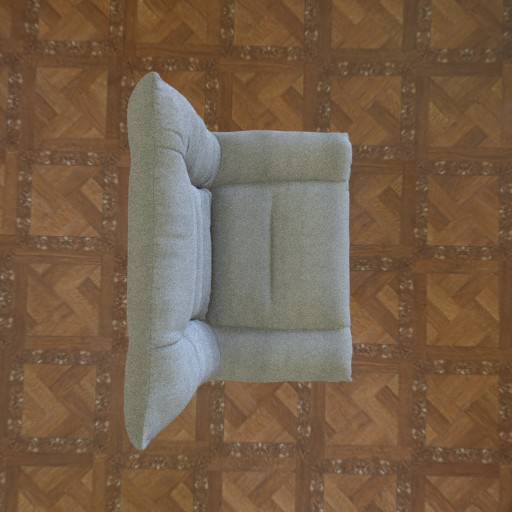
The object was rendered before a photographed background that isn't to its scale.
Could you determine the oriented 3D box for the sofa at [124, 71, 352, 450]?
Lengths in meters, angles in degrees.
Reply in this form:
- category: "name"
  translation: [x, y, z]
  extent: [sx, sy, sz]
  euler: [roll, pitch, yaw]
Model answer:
- category: "sofa"
  translation: [0.000, 0.000, 1.682]
  extent: [0.847, 0.795, 1.144]
  euler: [0, 88, 1]
